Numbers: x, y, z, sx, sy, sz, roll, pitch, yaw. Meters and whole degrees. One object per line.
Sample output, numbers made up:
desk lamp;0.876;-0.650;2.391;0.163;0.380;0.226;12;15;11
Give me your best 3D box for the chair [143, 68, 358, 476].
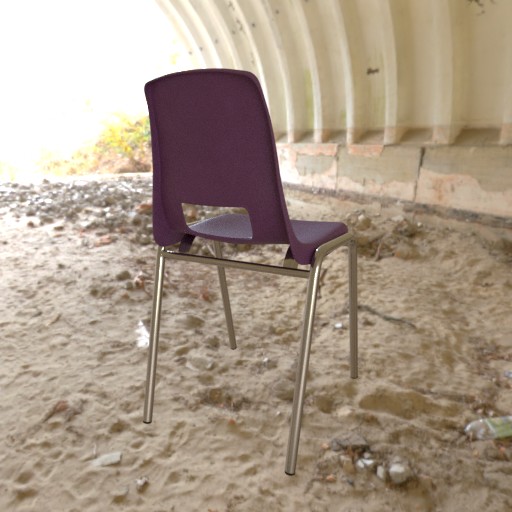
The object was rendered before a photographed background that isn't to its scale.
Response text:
chair;0.000;0.000;0.966;0.381;0.704;0.432;7;16;26
